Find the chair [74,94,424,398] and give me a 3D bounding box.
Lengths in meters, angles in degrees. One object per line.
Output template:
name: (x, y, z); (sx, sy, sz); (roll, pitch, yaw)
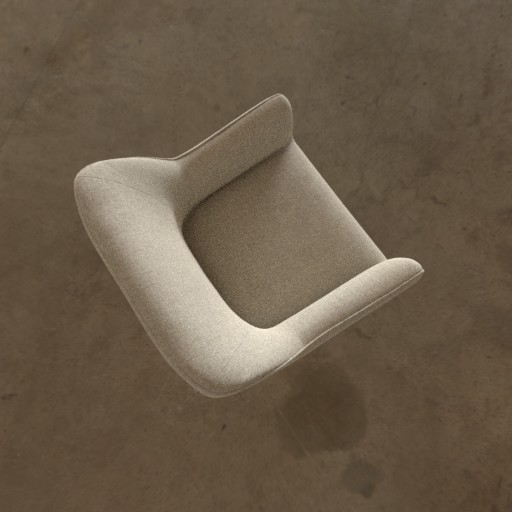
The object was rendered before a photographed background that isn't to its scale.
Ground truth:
chair: (0.000, 0.000, 1.238); (0.610, 0.813, 0.610); (-33, 77, -8)
